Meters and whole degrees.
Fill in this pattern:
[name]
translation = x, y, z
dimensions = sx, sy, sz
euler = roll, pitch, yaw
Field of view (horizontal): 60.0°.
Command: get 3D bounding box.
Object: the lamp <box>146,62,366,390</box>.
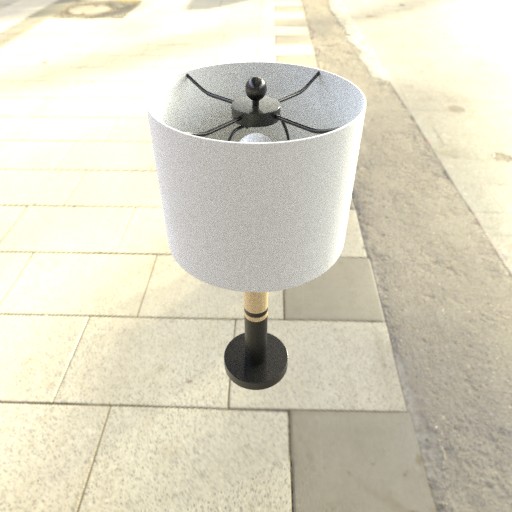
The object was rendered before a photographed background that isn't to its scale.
[lamp]
translation = 0.000, 0.000, 0.812
dimensions = 0.305, 0.640, 0.305
euler = 0, 40, 0
